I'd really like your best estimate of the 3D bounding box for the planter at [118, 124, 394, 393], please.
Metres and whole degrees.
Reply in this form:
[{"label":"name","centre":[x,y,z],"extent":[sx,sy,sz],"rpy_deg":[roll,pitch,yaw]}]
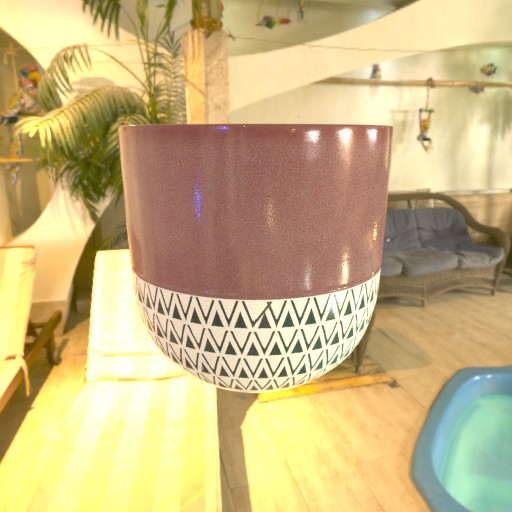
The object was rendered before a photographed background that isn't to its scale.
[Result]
[{"label":"planter","centre":[0.000,0.000,0.481],"extent":[0.266,0.270,0.266],"rpy_deg":[0,15,0]}]
